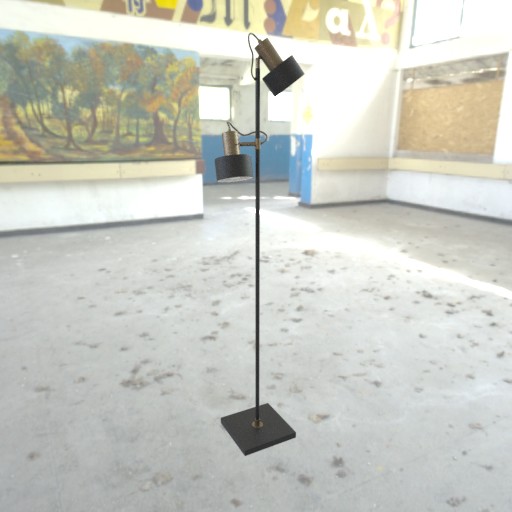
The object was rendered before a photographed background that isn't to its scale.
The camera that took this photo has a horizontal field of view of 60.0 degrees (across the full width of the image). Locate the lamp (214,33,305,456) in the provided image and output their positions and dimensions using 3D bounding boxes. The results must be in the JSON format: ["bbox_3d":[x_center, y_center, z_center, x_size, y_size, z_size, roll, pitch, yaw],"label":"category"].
[{"bbox_3d":[0.000,0.000,1.645,0.315,1.505,0.233,-8,17,-27],"label":"lamp"}]
